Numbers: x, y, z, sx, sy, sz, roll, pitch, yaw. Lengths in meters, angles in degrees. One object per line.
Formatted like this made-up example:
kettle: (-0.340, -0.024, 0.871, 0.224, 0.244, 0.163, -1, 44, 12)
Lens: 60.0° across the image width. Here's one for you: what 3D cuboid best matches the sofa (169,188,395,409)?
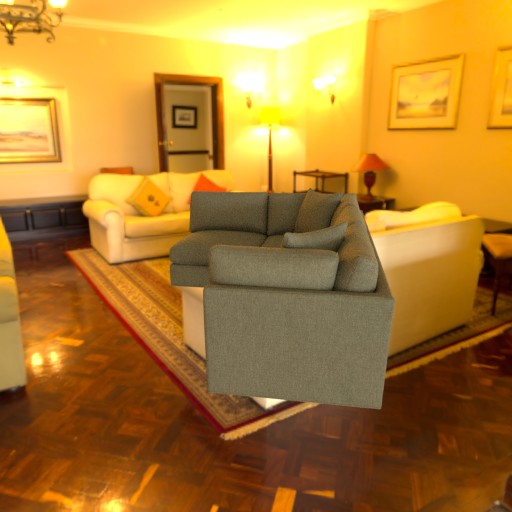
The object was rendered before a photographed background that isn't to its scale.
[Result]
sofa: (0.000, 0.000, 3.929, 1.994, 0.978, 2.896, 3, 16, 9)
